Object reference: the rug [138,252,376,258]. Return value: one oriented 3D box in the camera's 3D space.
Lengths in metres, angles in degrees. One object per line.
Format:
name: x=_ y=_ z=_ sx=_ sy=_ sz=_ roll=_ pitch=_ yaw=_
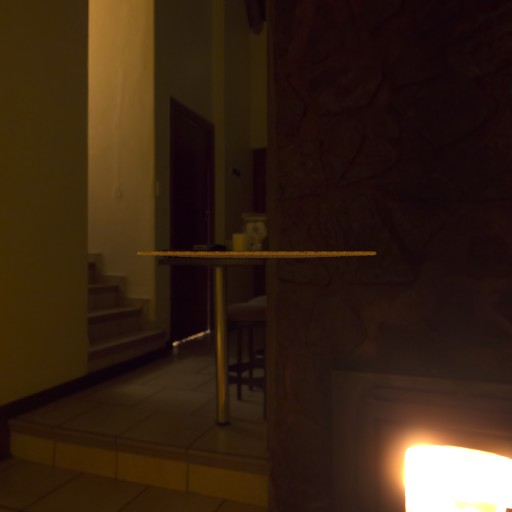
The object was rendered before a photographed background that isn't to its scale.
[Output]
rug: x=0.000 y=0.000 z=2.604 sx=0.750 sy=0.009 sz=2.435 roll=0 pitch=0 yaw=0
